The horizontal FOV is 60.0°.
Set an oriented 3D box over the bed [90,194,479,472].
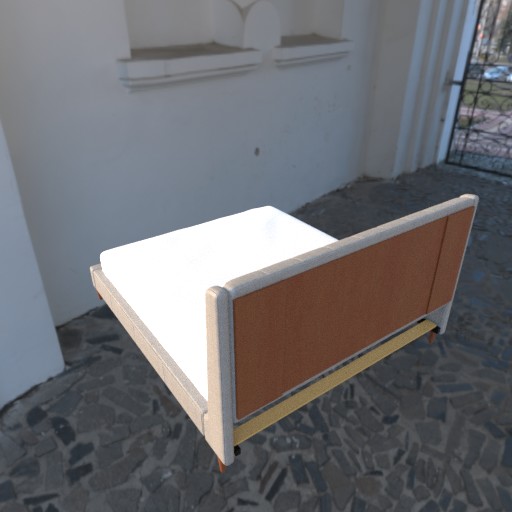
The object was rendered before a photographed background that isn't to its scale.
[{"bbox_3d":[0.000,0.000,3.569,2.062,1.289,2.342,-19,34,-31],"label":"bed"}]
